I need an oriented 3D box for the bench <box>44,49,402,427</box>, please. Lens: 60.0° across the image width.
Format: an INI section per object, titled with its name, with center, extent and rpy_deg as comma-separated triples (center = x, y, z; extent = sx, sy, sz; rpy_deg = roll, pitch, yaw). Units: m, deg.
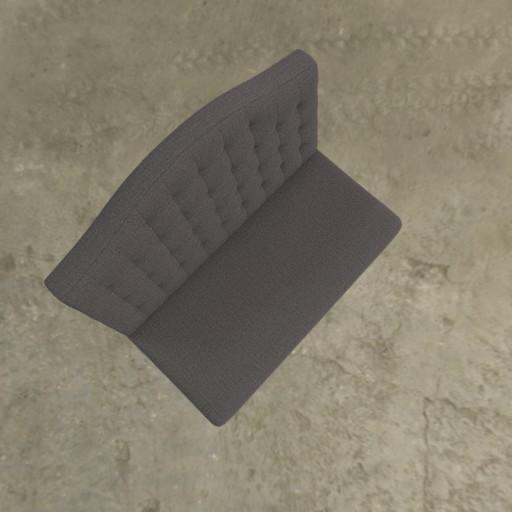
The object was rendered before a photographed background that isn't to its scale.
[bench]
center = 0.000, 0.000, 2.003
extent = 0.815, 1.180, 1.335
rpy_deg = 42, 79, 10
